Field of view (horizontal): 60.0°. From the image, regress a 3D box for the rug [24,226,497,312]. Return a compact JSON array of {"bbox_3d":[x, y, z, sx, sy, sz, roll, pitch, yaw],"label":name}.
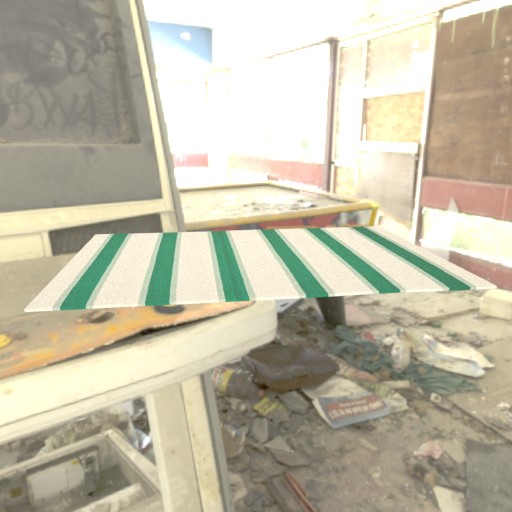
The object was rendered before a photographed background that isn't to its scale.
[{"bbox_3d":[0.000,0.000,2.270,1.829,0.012,1.210,-2,16,-7],"label":"rug"}]
